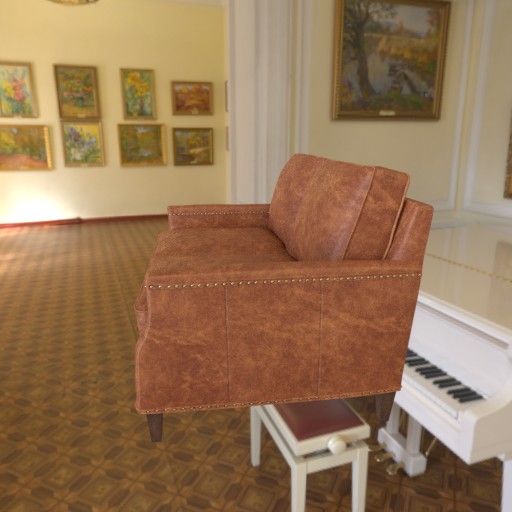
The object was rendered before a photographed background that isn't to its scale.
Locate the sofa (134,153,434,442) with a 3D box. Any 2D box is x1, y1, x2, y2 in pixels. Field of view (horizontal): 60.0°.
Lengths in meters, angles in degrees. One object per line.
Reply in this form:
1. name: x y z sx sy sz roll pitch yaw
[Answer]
1. sofa: 0.000 0.000 2.287 1.084 1.003 1.597 -2 15 -8
